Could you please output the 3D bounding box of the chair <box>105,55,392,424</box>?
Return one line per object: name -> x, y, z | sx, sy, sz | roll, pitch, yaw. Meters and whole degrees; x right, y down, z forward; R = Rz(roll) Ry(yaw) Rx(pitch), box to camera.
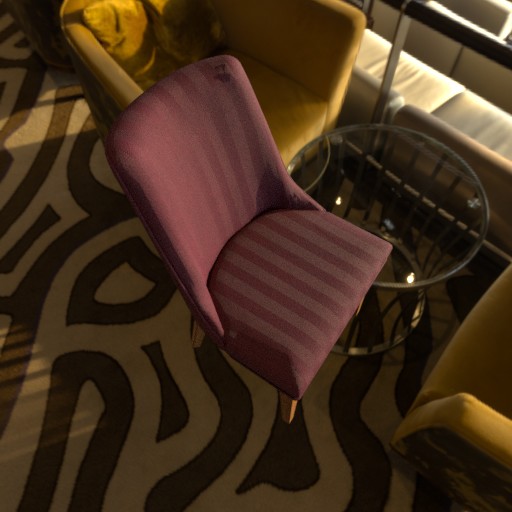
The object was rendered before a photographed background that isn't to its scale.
chair -> 0.000, 0.000, 1.304 | 0.638, 0.916, 0.548 | 30, 63, 17
